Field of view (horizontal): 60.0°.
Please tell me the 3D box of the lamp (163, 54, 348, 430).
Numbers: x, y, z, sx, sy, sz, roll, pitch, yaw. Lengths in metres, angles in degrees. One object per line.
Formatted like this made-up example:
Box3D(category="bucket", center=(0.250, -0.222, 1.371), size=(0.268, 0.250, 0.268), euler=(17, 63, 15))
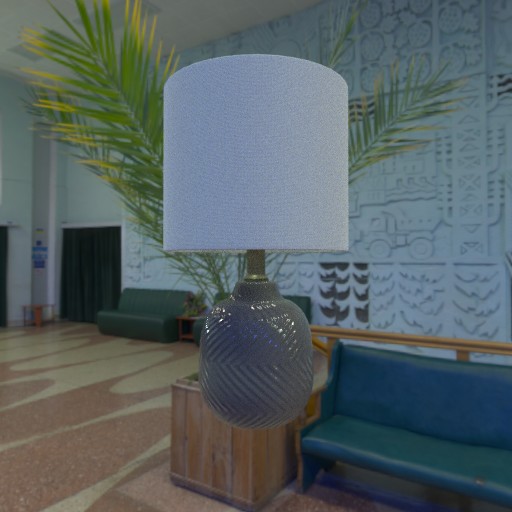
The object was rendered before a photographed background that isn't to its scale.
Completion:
Box3D(category="lamp", center=(0.000, 0.000, 0.505), size=(0.207, 0.366, 0.207), euler=(0, -1, 35))
